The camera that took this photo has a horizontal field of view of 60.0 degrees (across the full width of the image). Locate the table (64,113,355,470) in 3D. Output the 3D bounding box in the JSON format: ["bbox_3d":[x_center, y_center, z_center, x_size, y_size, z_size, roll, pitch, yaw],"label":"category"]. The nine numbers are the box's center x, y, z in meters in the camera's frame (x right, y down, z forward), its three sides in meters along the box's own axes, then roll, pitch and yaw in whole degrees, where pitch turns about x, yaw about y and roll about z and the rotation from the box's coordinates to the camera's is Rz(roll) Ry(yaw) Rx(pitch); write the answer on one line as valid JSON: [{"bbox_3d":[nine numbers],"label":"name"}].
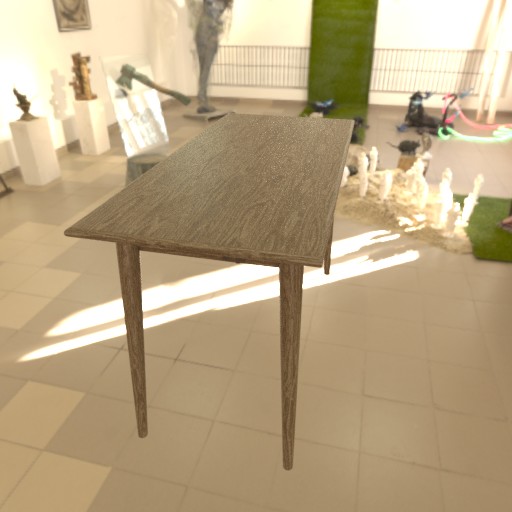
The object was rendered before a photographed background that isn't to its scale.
[{"bbox_3d":[0.000,0.000,1.702,0.599,0.780,1.300,7,30,12],"label":"table"}]
